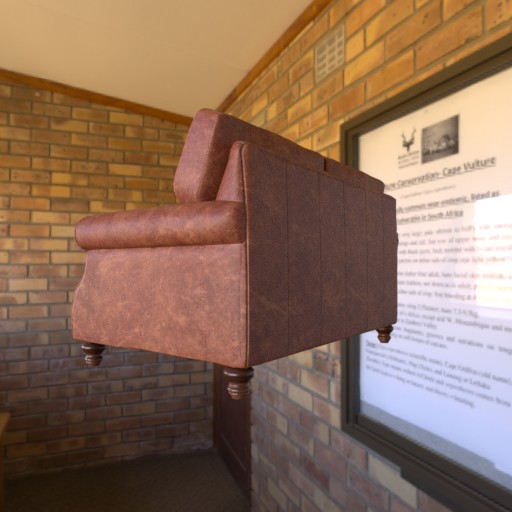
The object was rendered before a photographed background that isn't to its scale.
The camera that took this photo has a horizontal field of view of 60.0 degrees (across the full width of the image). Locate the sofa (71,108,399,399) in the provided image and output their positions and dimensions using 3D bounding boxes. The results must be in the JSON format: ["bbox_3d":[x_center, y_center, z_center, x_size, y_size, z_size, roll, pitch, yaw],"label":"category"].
[{"bbox_3d":[0.000,0.000,2.249,0.990,0.967,1.616,-1,-2,36],"label":"sofa"}]
